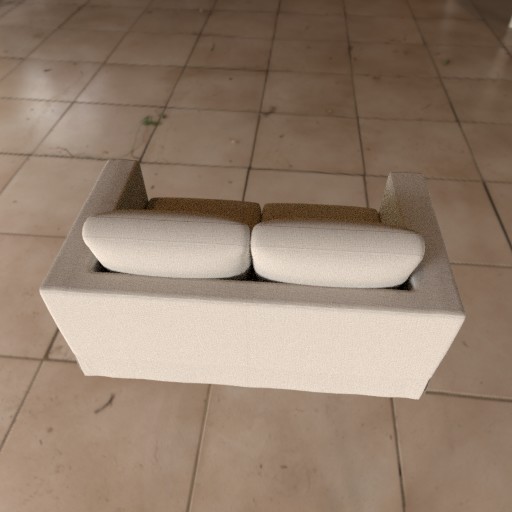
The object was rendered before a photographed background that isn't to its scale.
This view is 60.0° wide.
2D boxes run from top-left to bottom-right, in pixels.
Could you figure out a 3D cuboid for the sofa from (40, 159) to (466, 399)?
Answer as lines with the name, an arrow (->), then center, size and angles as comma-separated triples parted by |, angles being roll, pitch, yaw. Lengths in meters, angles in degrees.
sofa -> 0.000, 0.000, 2.322 | 1.813, 0.932, 1.009 | 3, 47, 3
